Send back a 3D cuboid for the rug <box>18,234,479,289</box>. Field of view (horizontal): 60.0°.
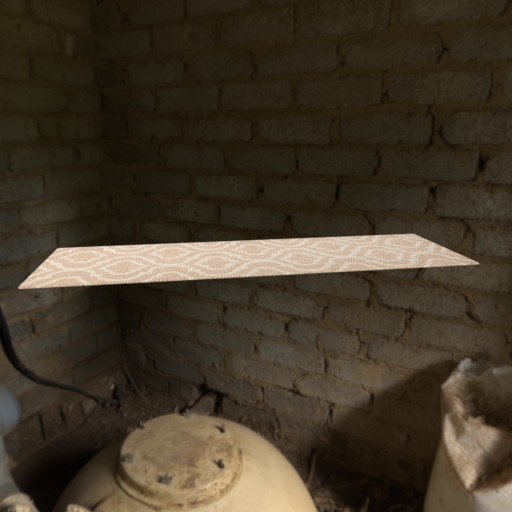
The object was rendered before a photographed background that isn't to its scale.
[{"bbox_3d":[0.000,0.000,2.500,2.289,0.013,0.691,-3,16,-9],"label":"rug"}]
